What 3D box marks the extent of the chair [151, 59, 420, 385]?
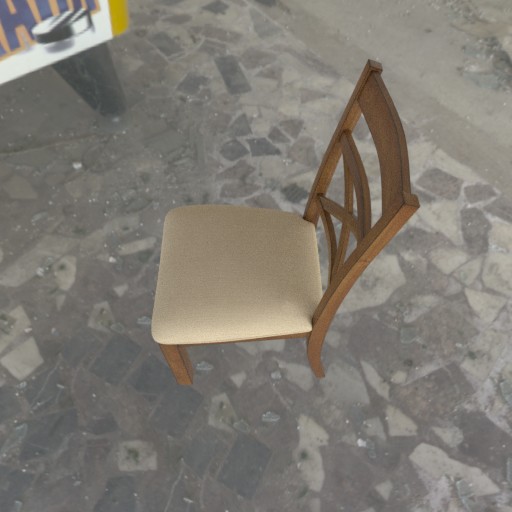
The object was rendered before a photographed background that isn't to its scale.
[{"bbox_3d":[0.000,0.000,1.255,0.581,0.949,0.461,-1,57,0],"label":"chair"}]
